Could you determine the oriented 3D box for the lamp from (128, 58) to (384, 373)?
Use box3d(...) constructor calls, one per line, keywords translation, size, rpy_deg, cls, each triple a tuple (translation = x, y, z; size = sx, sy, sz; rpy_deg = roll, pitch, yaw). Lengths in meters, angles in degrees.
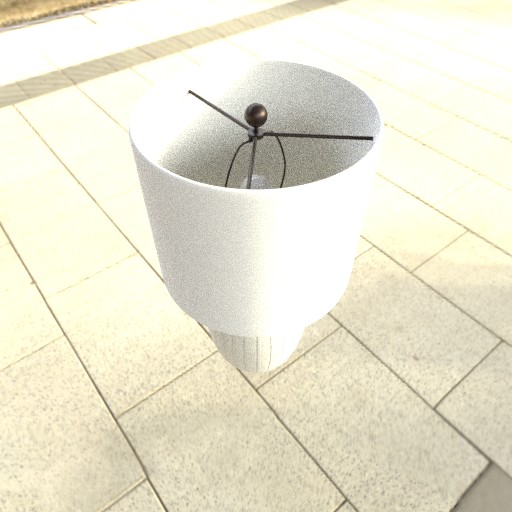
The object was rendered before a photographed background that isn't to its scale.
box3d(translation=(0.000, 0.000, 0.776), size=(0.328, 0.570, 0.328), rpy_deg=(0, 47, 0), cls="lamp")
